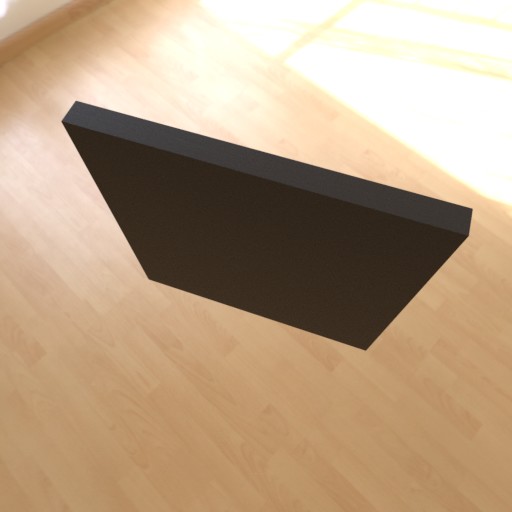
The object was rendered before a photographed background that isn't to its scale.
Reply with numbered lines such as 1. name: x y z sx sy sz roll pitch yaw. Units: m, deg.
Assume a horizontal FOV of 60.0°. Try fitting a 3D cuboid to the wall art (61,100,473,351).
1. wall art: 0.000 0.000 0.758 0.507 0.507 0.038 17 65 8
